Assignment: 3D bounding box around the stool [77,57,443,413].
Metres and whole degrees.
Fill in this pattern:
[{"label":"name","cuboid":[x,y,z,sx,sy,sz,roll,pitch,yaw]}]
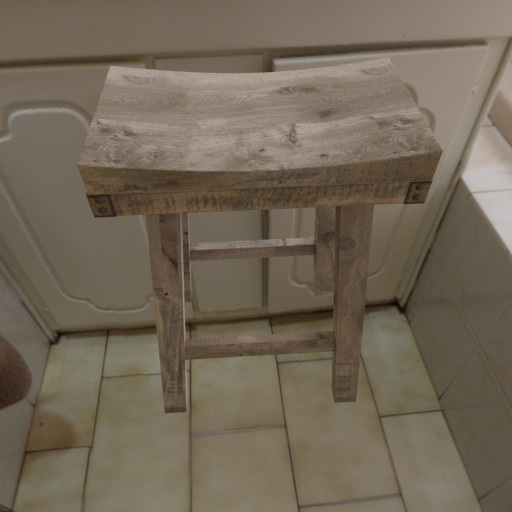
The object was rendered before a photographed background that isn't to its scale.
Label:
[{"label":"stool","cuboid":[0.000,0.000,0.850,0.450,0.635,0.330,-3,48,-2]}]
